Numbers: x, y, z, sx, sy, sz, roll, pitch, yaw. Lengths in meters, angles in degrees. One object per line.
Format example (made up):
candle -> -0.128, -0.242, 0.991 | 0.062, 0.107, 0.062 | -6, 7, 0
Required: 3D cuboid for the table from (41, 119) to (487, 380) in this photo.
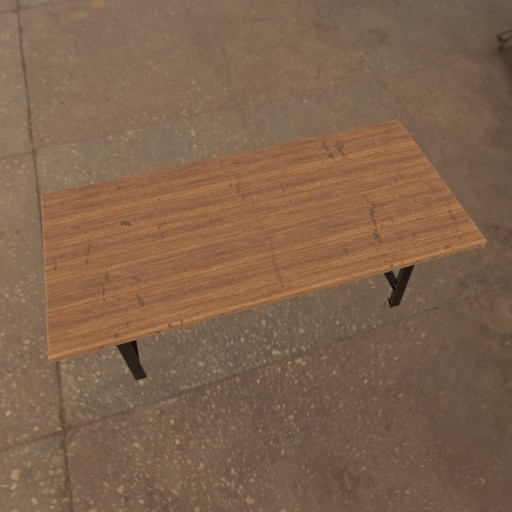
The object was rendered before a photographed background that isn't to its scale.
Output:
table -> 0.000, 0.000, 2.692 | 2.200, 0.757, 1.000 | -14, 57, -9
